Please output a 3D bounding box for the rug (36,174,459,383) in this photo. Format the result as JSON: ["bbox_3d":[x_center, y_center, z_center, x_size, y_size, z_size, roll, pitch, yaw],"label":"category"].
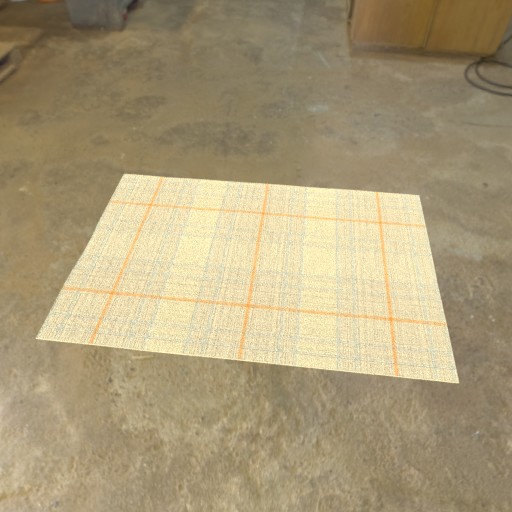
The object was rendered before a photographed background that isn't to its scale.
[{"bbox_3d":[0.000,0.000,2.310,1.825,0.015,1.232,5,47,5],"label":"rug"}]
